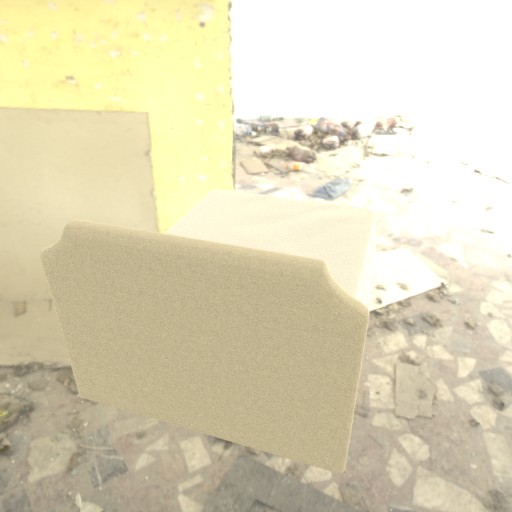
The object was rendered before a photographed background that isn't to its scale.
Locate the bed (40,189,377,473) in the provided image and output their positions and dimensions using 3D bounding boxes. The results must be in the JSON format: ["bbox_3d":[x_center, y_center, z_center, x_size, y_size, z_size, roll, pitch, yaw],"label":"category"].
[{"bbox_3d":[0.000,0.000,3.143,1.693,1.290,2.116,10,32,16],"label":"bed"}]
